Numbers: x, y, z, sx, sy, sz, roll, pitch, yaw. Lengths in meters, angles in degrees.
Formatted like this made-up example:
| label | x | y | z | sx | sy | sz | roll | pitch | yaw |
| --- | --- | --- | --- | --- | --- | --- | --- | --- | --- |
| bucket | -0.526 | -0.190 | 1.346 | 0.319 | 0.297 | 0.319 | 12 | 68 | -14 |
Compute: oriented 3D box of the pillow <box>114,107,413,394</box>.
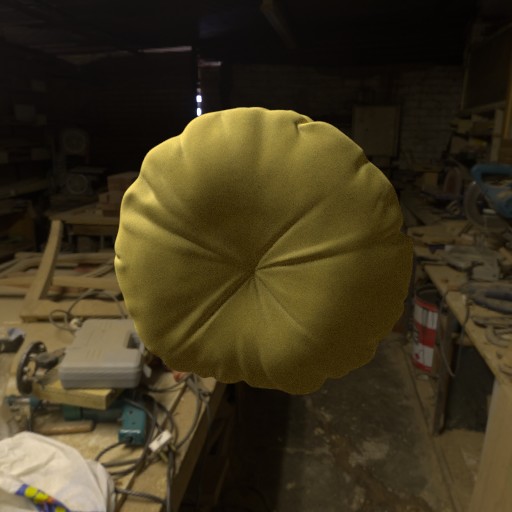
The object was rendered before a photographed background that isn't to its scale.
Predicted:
| label | x | y | z | sx | sy | sz | roll | pitch | yaw |
| --- | --- | --- | --- | --- | --- | --- | --- | --- | --- |
| pillow | 0.000 | 0.000 | 0.639 | 0.428 | 0.407 | 0.148 | 3 | 16 | 9 |
